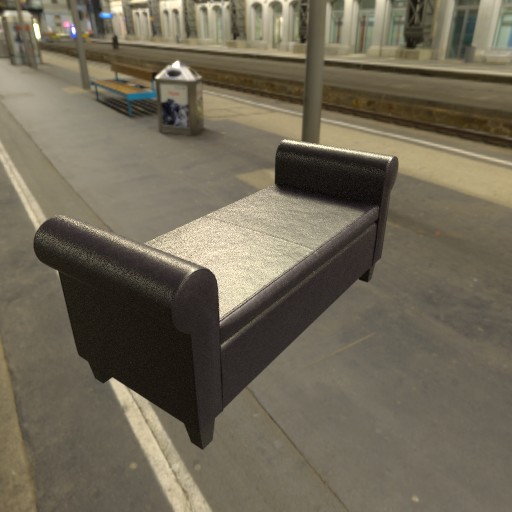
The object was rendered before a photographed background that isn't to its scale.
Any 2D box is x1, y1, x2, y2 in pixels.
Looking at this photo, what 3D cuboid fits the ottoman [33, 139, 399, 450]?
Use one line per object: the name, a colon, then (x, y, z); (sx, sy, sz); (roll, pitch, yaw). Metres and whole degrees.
ottoman: (0.000, 0.000, 1.553); (0.521, 0.547, 1.256); (18, 32, 32)
